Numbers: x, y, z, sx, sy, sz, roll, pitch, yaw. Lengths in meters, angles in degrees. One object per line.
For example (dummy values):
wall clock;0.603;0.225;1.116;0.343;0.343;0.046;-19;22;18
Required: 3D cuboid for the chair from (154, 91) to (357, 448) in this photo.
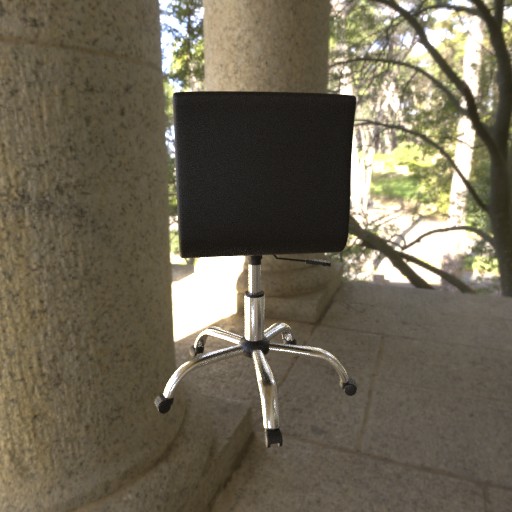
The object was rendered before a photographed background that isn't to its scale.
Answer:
chair;0.000;0.000;1.163;0.556;0.780;0.530;-2;14;-9
